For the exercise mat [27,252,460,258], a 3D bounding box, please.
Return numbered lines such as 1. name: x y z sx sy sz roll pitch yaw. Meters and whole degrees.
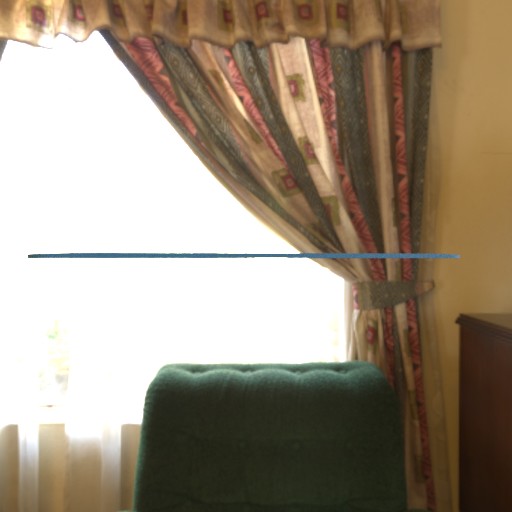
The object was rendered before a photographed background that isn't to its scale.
1. exercise mat: 0.000 0.000 2.102 1.869 0.021 0.616 0 0 -17
